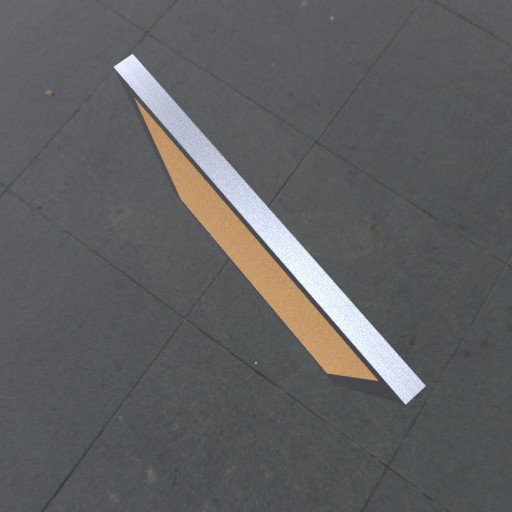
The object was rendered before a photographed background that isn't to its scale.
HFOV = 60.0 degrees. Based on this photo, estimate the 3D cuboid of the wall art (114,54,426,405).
[{"bbox_3d":[0.000,0.000,0.765,0.032,0.456,0.557,-39,79,-9],"label":"wall art"}]
